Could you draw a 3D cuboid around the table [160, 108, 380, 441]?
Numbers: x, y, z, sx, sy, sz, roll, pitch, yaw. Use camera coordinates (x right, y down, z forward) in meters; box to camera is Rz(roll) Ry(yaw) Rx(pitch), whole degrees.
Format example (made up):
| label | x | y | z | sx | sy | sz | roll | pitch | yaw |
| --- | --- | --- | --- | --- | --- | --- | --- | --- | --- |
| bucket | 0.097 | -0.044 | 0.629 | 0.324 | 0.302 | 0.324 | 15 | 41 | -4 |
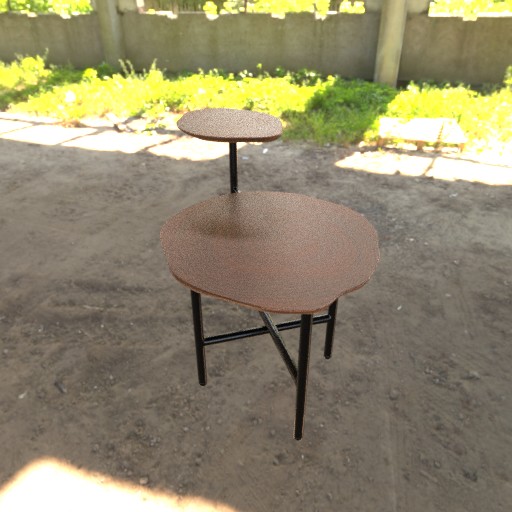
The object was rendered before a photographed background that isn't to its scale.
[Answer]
| label | x | y | z | sx | sy | sz | roll | pitch | yaw |
| --- | --- | --- | --- | --- | --- | --- | --- | --- | --- |
| table | 0.000 | 0.000 | 1.062 | 0.442 | 0.538 | 0.759 | -8 | 31 | -14 |
